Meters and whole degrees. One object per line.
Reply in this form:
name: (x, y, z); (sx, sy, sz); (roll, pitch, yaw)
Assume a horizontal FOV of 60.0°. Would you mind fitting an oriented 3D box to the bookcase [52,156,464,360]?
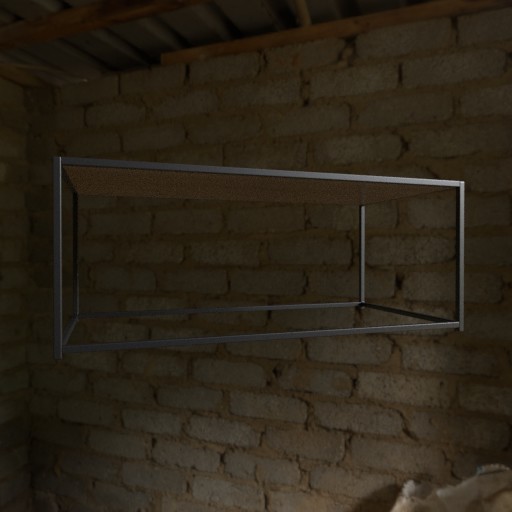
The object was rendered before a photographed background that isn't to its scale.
bookcase: (0.000, 0.000, 1.259); (1.000, 0.400, 0.500); (0, 1, -18)
